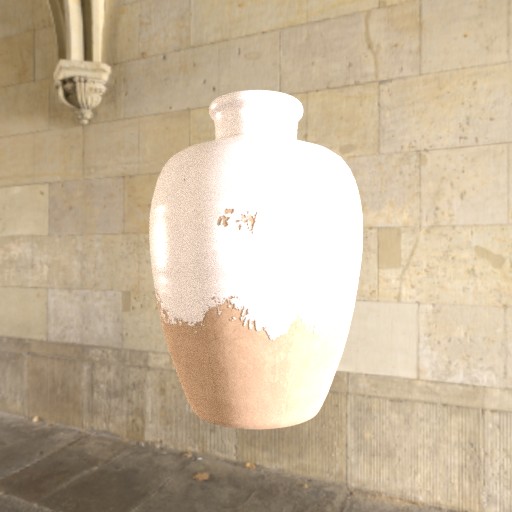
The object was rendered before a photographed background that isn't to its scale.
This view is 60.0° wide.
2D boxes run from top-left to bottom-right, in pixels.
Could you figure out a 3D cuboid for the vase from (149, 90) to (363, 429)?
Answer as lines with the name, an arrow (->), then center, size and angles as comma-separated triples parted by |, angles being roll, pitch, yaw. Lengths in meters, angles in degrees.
vase -> 0.000, 0.000, 0.338 | 0.158, 0.228, 0.158 | 0, 0, 0
